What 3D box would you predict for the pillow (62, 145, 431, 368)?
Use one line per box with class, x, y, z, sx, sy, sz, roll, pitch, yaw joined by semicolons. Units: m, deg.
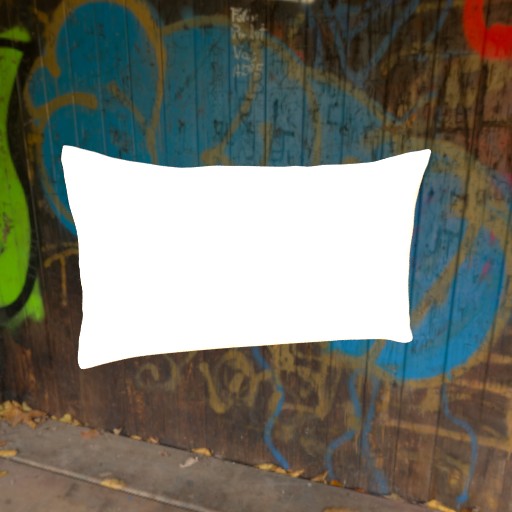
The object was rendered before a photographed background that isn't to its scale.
pillow;0.000;0.000;0.629;0.506;0.305;0.139;-3;15;-10
